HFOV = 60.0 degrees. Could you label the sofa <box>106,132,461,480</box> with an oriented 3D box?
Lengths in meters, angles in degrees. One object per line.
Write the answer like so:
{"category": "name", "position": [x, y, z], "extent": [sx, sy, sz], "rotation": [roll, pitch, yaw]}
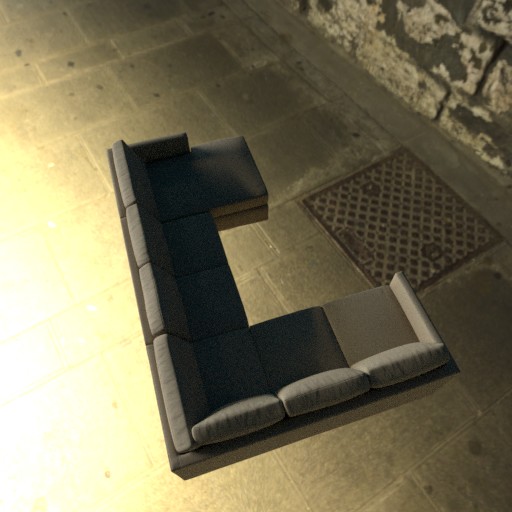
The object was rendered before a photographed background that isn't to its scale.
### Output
{"category": "sofa", "position": [0.000, 0.000, 4.498], "extent": [2.427, 0.882, 3.460], "rotation": [-15, 59, -9]}
